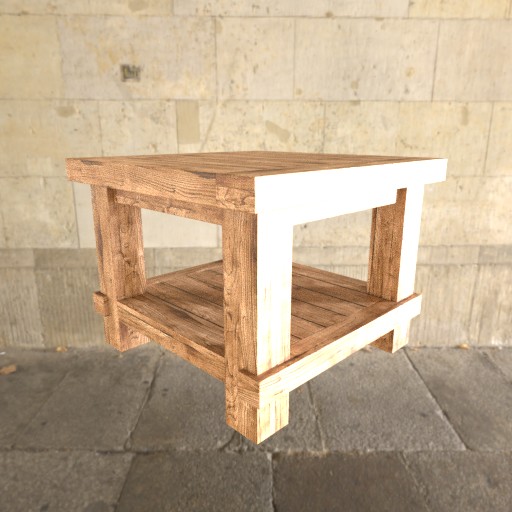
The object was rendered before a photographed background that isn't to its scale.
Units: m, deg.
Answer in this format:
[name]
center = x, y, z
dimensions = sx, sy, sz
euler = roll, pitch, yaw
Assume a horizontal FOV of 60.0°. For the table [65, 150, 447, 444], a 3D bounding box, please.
[table]
center = 0.000, 0.000, 1.060
dimensions = 0.610, 0.457, 0.610
euler = -15, 21, -43
